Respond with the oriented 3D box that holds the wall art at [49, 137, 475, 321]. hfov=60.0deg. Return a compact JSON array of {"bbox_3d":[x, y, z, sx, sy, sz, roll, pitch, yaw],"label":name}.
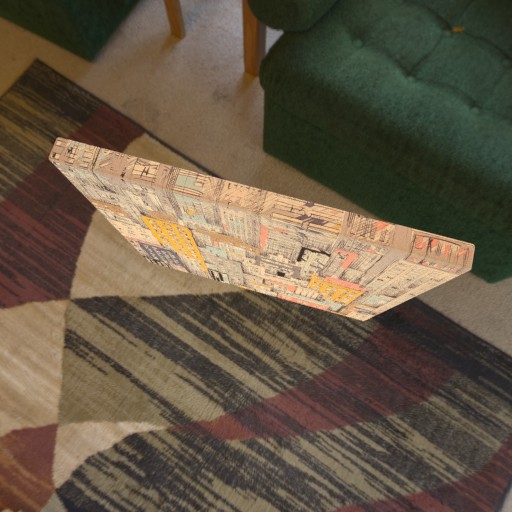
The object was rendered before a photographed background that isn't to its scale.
[{"bbox_3d":[0.000,0.000,0.908,0.607,0.608,0.038,15,76,4],"label":"wall art"}]
